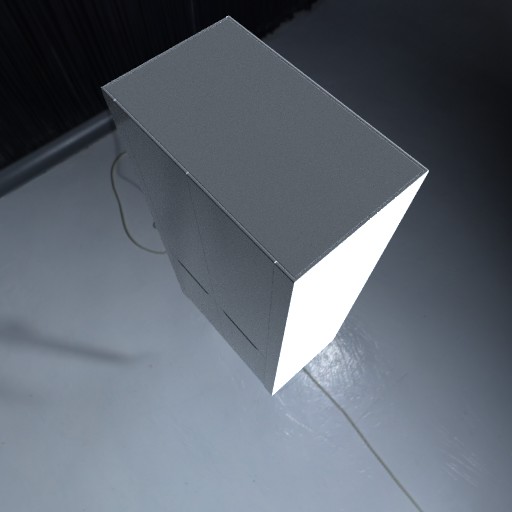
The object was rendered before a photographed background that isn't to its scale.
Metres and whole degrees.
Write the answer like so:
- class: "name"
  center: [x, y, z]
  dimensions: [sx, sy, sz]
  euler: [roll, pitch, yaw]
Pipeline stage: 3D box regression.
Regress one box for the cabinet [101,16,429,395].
- class: "cabinet"
  center: [0.000, 0.000, 2.324]
  dimensions: [0.580, 1.920, 0.980]
  euler: [-38, 70, -17]
